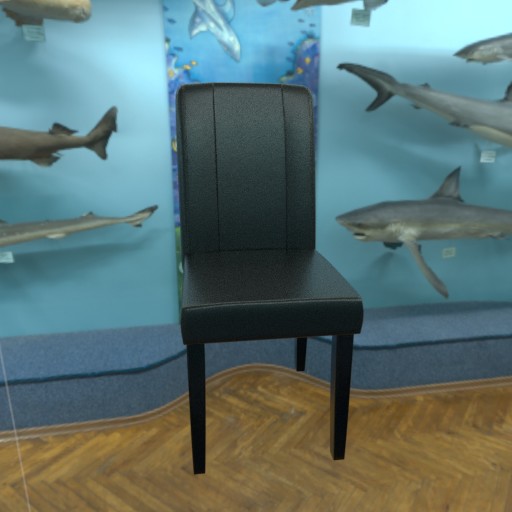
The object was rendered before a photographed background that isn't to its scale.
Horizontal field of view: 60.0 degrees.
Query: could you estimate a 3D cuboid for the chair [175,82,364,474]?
[{"bbox_3d":[0.000,0.000,1.171,0.399,0.897,0.556,-2,17,-7],"label":"chair"}]
